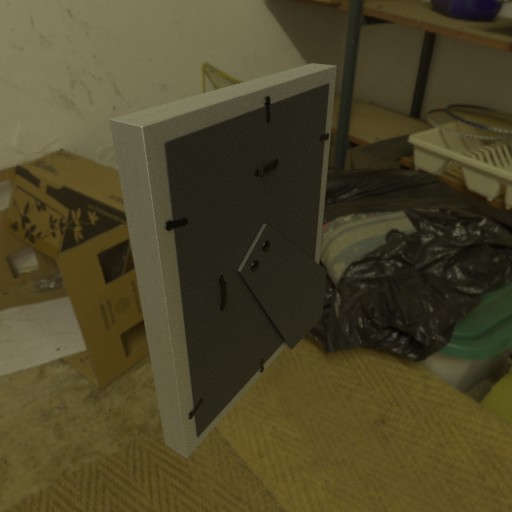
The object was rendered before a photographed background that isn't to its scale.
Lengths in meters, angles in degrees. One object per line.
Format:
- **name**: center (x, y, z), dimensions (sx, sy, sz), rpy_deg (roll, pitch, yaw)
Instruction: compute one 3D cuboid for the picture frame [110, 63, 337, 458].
- **picture frame**: center (0.000, 0.000, 0.388), dimensions (0.036, 0.282, 0.233), rpy_deg (20, 37, 28)
